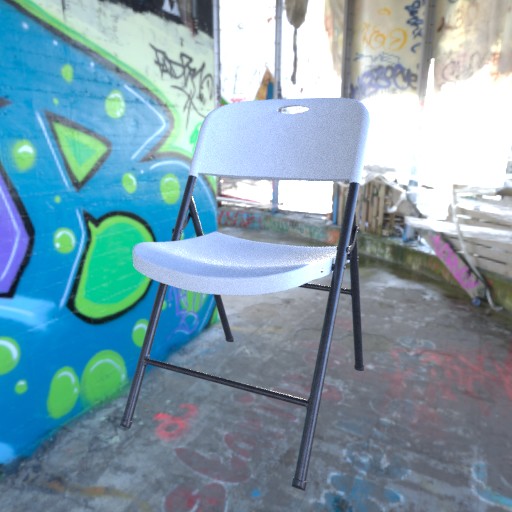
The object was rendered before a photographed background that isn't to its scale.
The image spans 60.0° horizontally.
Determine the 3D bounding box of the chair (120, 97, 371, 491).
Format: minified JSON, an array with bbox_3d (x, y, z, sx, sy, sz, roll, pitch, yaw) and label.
[{"bbox_3d":[0.000,0.000,1.149,0.494,0.810,0.566,7,17,25],"label":"chair"}]
